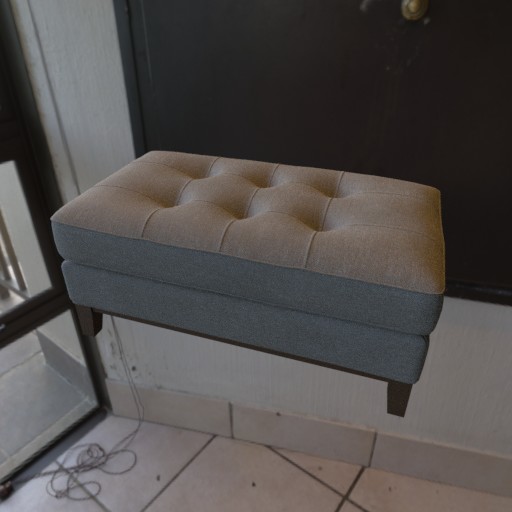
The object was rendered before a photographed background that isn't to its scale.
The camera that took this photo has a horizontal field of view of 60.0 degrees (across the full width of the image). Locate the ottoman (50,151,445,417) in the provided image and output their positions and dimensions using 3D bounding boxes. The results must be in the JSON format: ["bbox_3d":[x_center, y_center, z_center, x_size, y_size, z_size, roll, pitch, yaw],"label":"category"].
[{"bbox_3d":[0.000,0.000,1.516,1.143,0.514,0.648,10,33,16],"label":"ottoman"}]
